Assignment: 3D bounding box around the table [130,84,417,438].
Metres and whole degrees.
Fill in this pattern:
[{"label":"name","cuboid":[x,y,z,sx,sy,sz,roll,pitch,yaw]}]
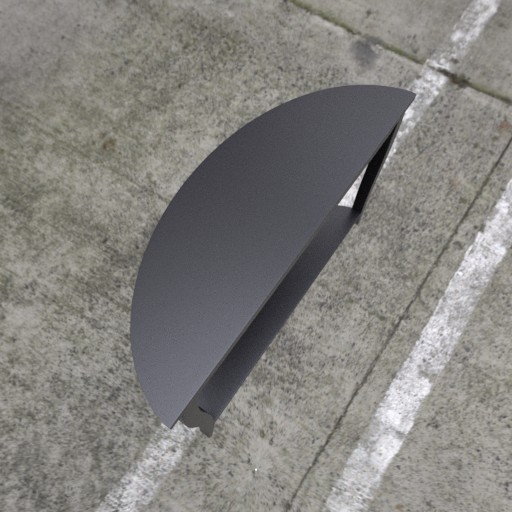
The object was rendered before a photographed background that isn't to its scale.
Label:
[{"label":"table","cuboid":[0.000,0.000,1.596,0.394,0.780,1.219,32,69,14]}]
